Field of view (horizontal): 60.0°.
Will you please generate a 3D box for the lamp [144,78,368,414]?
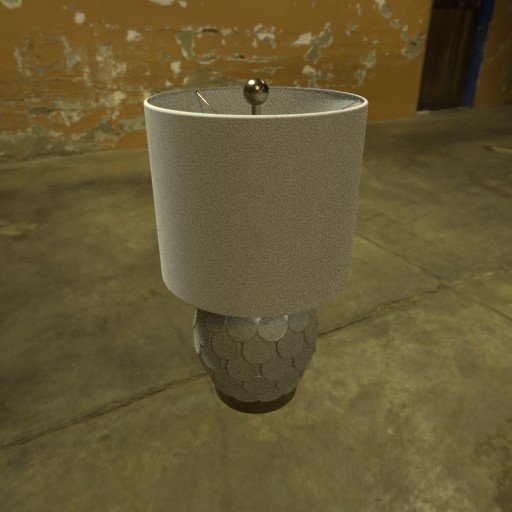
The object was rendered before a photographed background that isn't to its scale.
[{"bbox_3d":[0.000,0.000,0.604,0.254,0.452,0.254,0,27,0],"label":"lamp"}]
